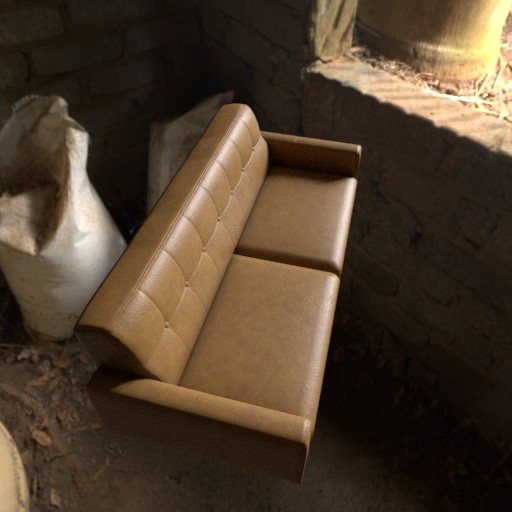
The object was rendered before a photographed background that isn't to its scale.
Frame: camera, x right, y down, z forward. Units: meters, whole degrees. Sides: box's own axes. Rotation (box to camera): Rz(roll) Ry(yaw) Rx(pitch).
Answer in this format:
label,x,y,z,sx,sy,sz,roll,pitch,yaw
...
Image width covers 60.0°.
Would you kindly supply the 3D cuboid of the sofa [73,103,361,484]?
label,x,y,z,sx,sy,sz,roll,pitch,yaw
sofa,0.000,0.000,2.538,0.980,0.892,2.137,11,46,10
